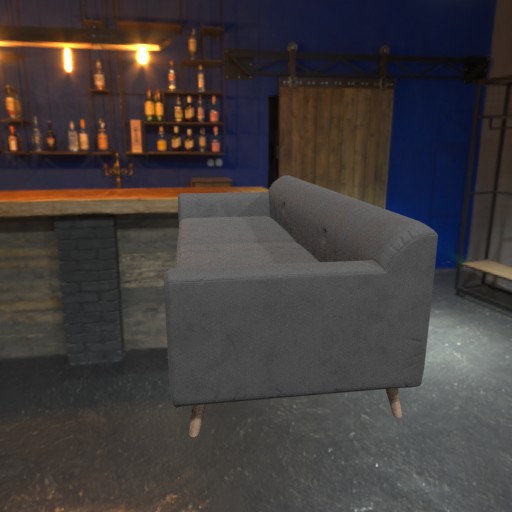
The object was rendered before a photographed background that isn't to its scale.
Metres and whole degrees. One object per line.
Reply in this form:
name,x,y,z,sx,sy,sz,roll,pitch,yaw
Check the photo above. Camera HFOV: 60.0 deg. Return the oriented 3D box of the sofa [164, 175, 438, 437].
sofa,0.000,0.000,2.509,0.900,0.740,2.190,-2,15,-8
